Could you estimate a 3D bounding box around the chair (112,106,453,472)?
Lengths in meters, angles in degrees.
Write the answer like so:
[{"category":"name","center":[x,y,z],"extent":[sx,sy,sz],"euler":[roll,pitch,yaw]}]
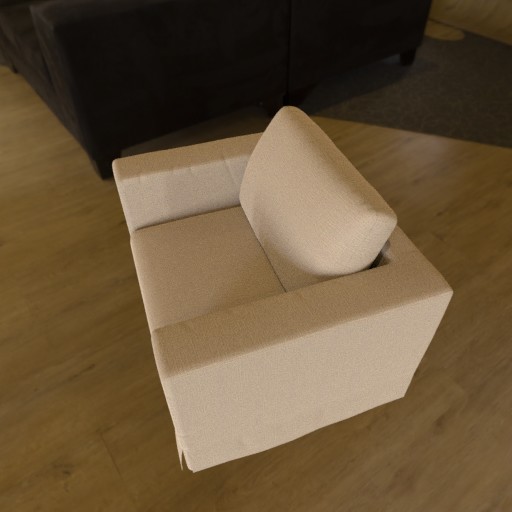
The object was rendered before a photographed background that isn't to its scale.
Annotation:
[{"category":"chair","center":[0.000,0.000,1.783],"extent":[0.957,0.878,1.150],"euler":[-14,47,-14]}]
